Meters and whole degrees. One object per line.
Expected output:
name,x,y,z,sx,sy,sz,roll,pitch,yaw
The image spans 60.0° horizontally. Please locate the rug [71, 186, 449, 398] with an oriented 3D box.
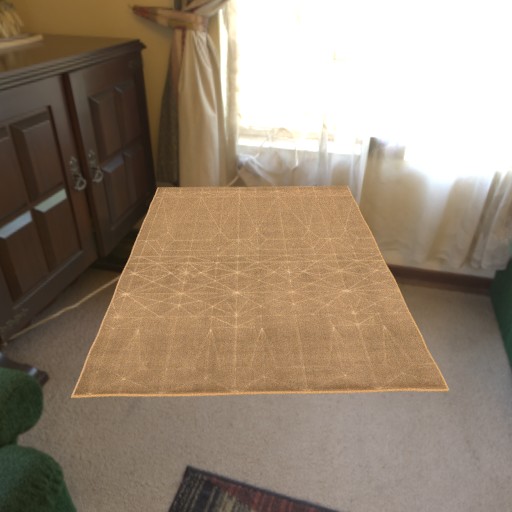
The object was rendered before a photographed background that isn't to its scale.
rug,0.000,0.000,4.271,2.449,0.019,3.357,-1,32,-1
